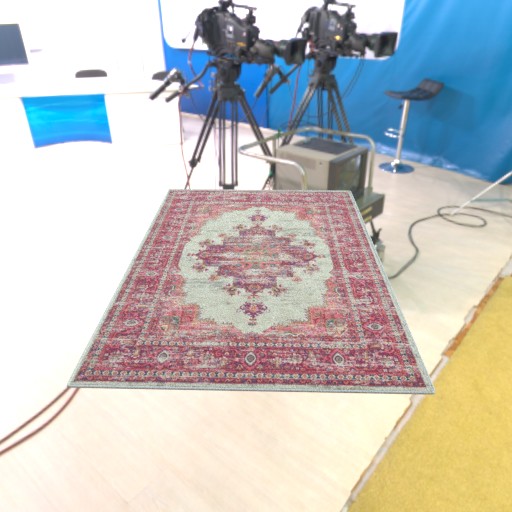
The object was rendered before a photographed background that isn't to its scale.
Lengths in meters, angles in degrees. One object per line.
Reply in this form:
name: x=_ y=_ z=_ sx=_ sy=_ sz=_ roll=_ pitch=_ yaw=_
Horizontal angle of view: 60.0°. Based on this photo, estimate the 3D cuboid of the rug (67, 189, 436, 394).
rug: x=0.000 y=0.000 z=2.816 sx=1.555 sy=0.011 sz=2.232 roll=1 pitch=30 yaw=1
